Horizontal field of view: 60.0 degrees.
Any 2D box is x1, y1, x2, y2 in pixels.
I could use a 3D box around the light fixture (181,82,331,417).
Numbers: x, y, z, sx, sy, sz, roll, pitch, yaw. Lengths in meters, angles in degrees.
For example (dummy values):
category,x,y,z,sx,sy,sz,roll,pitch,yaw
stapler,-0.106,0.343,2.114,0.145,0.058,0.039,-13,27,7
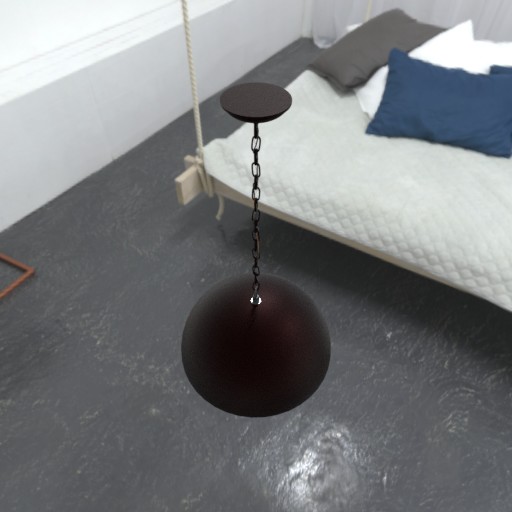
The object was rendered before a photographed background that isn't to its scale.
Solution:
category,x,y,z,sx,sy,sz,roll,pitch,yaw
light fixture,0.000,0.000,1.162,0.492,0.869,0.492,9,47,8
